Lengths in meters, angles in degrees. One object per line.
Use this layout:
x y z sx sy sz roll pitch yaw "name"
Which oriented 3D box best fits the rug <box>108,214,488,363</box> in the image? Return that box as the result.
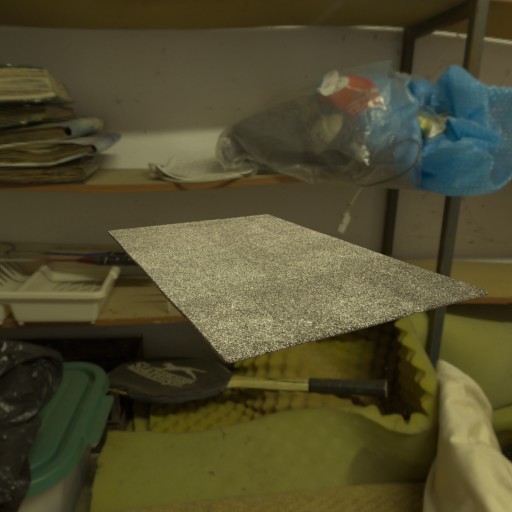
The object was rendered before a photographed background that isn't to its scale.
0.000 0.000 2.966 1.501 0.025 2.352 -9 19 -27 "rug"
